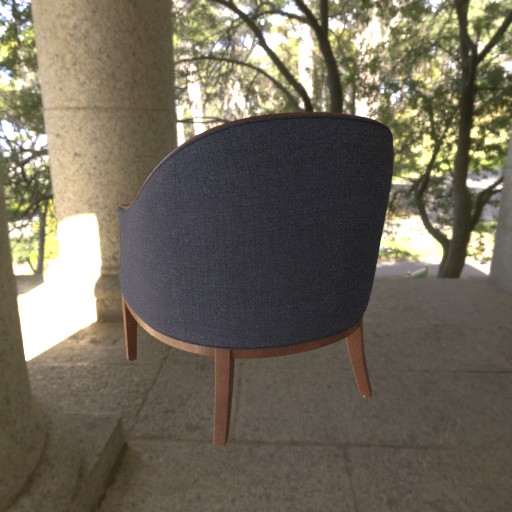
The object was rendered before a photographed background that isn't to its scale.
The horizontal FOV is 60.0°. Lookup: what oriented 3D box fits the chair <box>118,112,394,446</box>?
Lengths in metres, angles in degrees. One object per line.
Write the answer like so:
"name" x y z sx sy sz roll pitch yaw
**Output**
"chair" 0.000 0.000 1.478 0.803 0.876 0.735 -7 16 -27
